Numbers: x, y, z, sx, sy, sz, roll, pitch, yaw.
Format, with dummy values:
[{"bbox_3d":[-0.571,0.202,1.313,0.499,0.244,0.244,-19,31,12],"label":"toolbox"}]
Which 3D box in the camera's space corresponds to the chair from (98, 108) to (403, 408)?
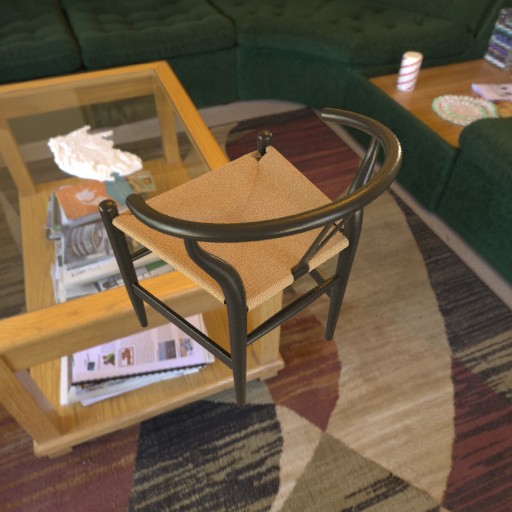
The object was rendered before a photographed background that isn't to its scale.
[{"bbox_3d":[0.000,0.000,1.141,0.570,0.739,0.570,-31,54,-26],"label":"chair"}]
